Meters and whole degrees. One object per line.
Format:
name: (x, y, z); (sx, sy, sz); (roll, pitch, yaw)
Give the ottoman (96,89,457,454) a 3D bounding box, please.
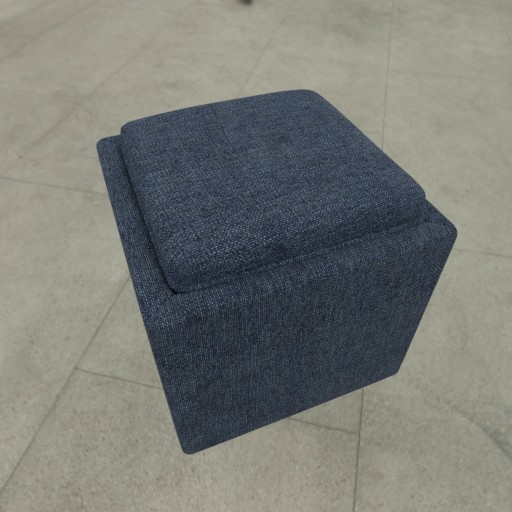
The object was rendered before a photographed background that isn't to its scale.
ottoman: (0.000, 0.000, 0.829); (0.450, 0.460, 0.450); (-16, 47, -15)
